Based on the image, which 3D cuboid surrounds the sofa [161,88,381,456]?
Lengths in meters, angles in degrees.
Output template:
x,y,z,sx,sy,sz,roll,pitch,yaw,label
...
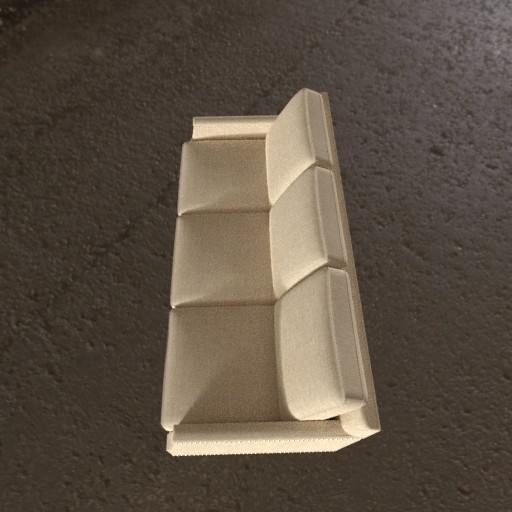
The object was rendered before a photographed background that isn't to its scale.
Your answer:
x,y,z,sx,sy,sz,roll,pitch,yaw,label
0.000,0.000,2.787,1.041,0.940,2.210,-1,60,-1,sofa
